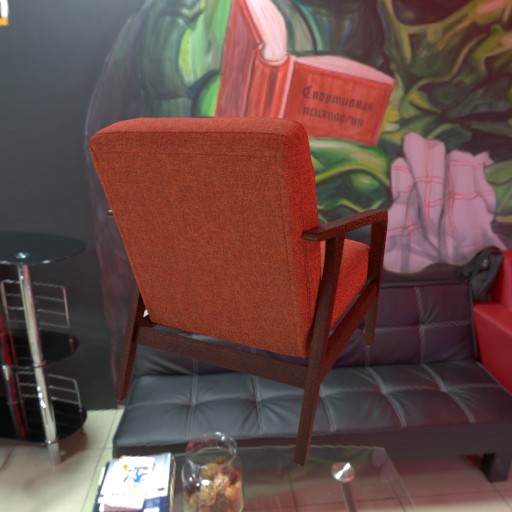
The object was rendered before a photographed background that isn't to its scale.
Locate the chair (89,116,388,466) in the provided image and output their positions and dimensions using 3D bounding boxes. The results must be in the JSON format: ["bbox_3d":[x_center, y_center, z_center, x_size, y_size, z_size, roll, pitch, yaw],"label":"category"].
[{"bbox_3d":[0.000,0.000,1.516,0.719,0.890,0.860,8,17,26],"label":"chair"}]
